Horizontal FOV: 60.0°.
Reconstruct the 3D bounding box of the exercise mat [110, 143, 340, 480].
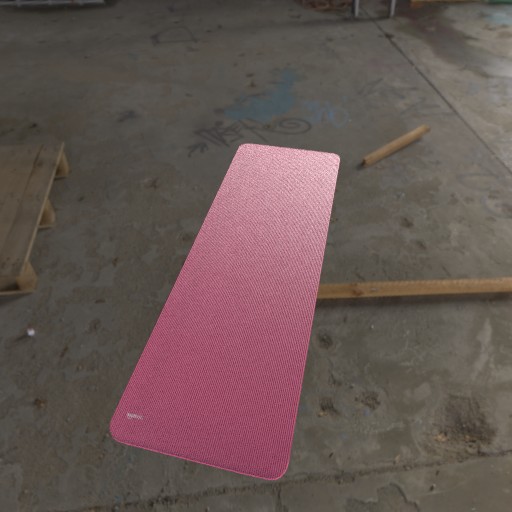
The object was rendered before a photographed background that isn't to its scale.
[{"bbox_3d":[0.000,0.000,2.066,0.616,0.021,1.884,9,46,9],"label":"exercise mat"}]
